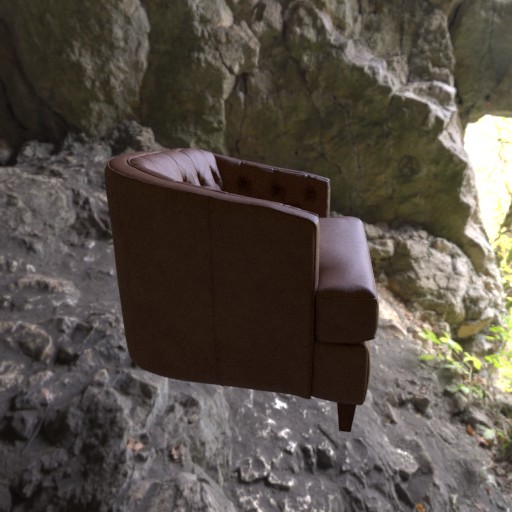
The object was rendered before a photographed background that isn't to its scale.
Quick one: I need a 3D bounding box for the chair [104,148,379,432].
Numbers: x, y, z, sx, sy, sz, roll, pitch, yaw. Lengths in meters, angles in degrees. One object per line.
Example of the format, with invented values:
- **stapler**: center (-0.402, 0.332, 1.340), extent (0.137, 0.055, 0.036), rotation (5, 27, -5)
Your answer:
- **chair**: center (0.000, 0.000, 1.809), extent (0.911, 0.836, 1.119), rotation (3, 16, 10)
